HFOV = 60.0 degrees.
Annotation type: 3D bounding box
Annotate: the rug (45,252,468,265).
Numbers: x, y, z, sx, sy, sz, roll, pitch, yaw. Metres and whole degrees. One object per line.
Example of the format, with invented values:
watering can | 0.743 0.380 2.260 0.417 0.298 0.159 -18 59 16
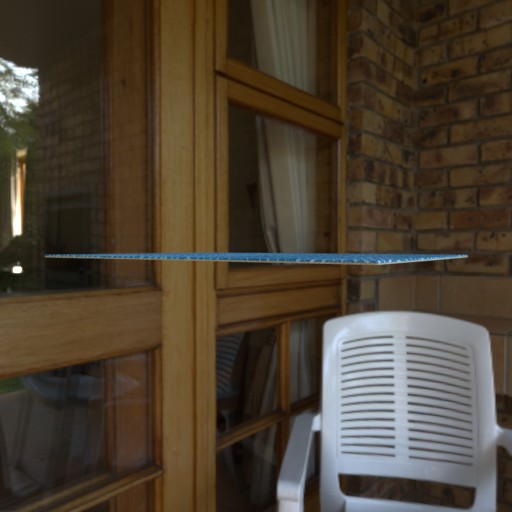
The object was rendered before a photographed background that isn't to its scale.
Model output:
rug | 0.000 0.000 2.765 2.144 0.015 1.543 1 1 36
